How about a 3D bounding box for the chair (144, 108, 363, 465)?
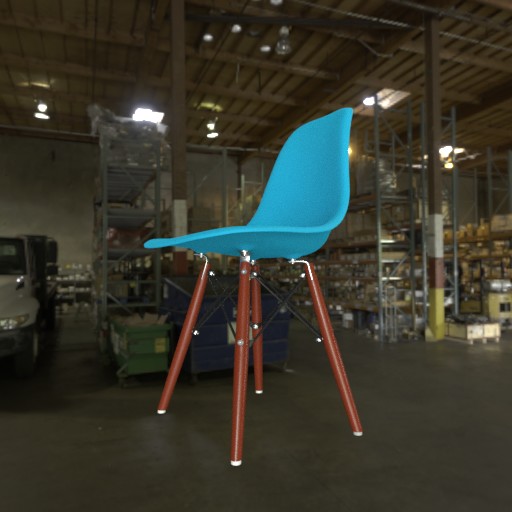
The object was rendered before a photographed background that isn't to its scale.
[{"bbox_3d":[0.000,0.000,1.131,0.533,0.826,0.470,1,-2,-34],"label":"chair"}]
